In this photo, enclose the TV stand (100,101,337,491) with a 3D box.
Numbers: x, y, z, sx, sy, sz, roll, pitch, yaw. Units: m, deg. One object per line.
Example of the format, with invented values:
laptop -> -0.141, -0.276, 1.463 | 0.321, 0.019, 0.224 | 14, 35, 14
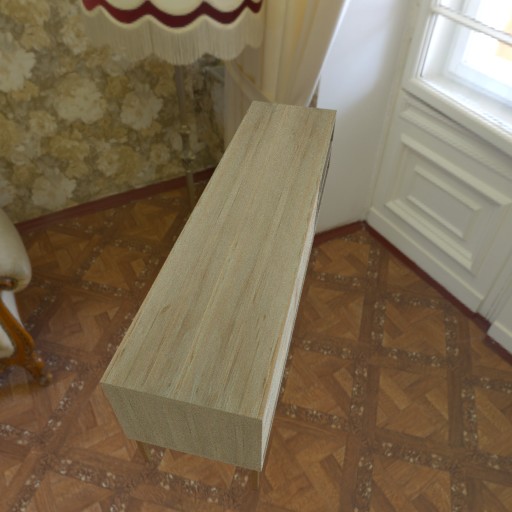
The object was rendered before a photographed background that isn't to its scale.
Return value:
TV stand -> 0.000, 0.000, 1.825 | 0.420, 0.550, 1.600 | 10, 46, 10
